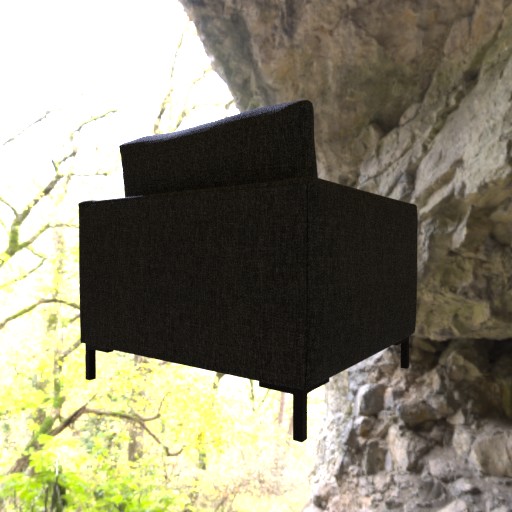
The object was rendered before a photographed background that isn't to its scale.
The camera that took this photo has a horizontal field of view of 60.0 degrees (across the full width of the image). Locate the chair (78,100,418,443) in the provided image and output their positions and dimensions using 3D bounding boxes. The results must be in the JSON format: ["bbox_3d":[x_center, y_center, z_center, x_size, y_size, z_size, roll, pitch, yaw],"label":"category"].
[{"bbox_3d":[0.000,0.000,1.632,0.963,0.861,0.866,1,1,36],"label":"chair"}]
